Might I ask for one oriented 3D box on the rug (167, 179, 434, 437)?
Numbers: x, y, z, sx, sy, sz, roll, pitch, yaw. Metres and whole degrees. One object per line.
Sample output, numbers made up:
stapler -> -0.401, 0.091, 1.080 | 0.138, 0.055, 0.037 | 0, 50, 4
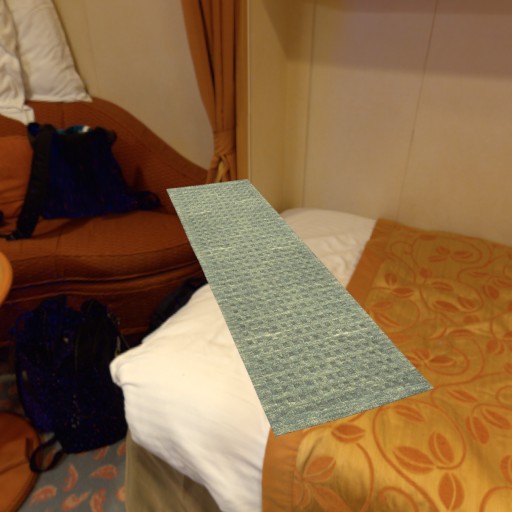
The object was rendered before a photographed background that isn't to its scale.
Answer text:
rug -> 0.000, 0.000, 2.673 | 0.688, 0.008, 2.443 | -10, 32, -16
